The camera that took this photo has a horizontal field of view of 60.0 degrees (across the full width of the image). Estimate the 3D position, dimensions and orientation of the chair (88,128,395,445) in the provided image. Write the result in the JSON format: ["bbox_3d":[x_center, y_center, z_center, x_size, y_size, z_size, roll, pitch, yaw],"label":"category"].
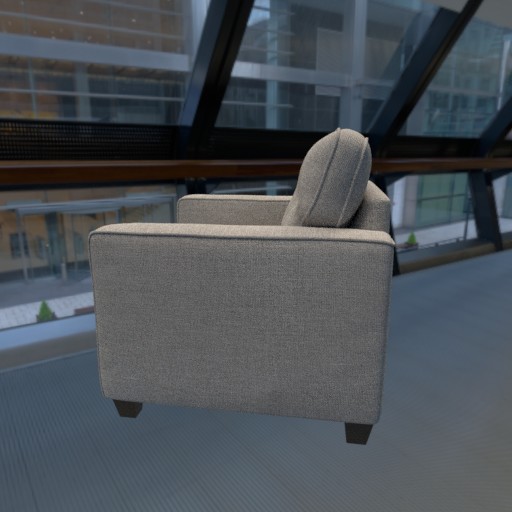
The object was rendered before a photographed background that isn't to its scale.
[{"bbox_3d":[0.000,0.000,1.781,0.939,0.965,1.015,2,14,9],"label":"chair"}]
